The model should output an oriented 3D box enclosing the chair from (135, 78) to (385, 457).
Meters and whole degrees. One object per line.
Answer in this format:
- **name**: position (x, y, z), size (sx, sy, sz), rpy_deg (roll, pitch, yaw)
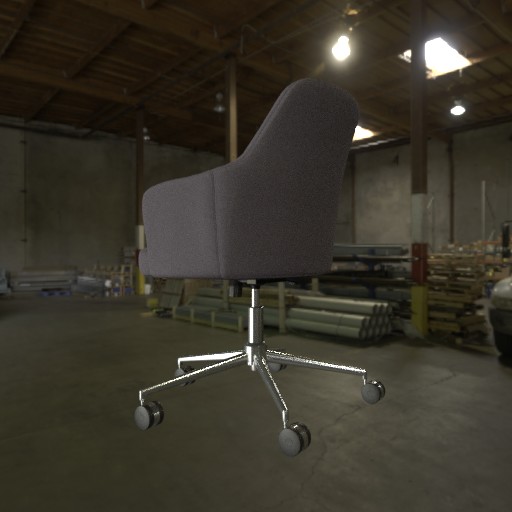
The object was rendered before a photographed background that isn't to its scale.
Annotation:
- **chair**: position (0.000, 0.000, 1.253), size (0.600, 0.820, 0.655), rpy_deg (0, 0, 36)
